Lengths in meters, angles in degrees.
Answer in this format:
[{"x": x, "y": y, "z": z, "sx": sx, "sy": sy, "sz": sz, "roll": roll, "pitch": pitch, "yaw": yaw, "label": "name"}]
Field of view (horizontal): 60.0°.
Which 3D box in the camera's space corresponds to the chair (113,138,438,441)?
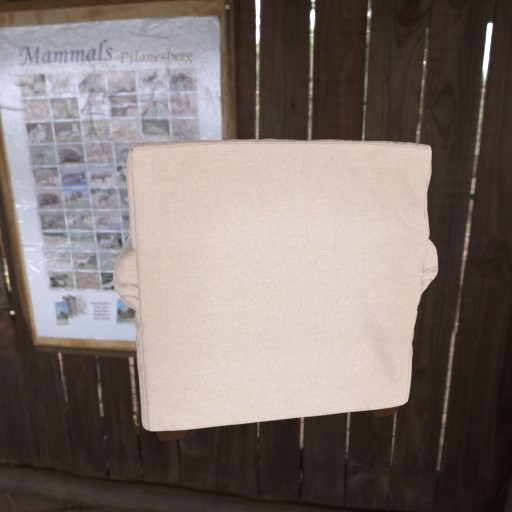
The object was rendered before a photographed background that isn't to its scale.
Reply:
[{"x": 0.000, "y": 0.000, "z": 1.709, "sx": 0.940, "sy": 0.866, "sz": 1.066, "roll": -2, "pitch": 14, "yaw": -10, "label": "chair"}]
